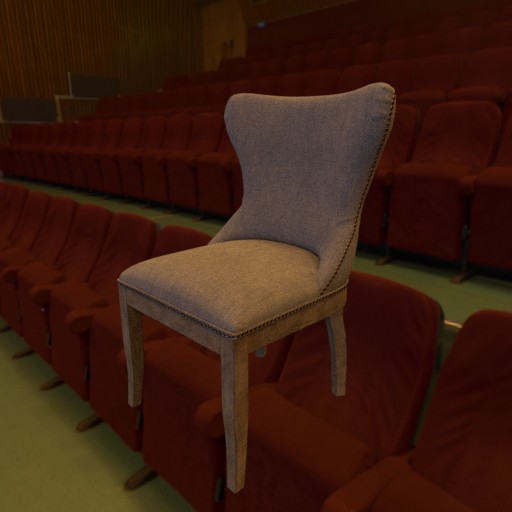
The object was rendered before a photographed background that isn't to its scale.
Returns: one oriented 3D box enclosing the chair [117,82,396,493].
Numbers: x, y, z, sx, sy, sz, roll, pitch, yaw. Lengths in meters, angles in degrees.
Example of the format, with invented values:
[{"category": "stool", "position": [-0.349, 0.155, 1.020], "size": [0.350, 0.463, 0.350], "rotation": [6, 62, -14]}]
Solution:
[{"category": "chair", "position": [0.000, 0.000, 1.385], "size": [0.681, 1.002, 0.654], "rotation": [-15, 22, -42]}]
